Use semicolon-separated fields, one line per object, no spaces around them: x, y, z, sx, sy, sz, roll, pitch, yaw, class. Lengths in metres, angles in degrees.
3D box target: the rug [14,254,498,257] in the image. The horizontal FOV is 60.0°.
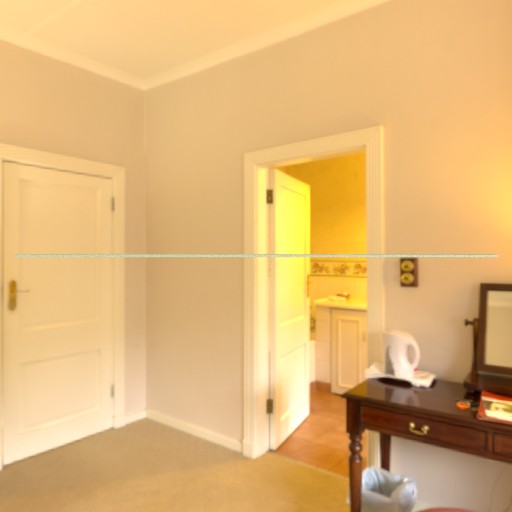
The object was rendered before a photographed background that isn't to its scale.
0.000;0.000;3.414;2.746;0.018;1.819;0;0;0;rug
